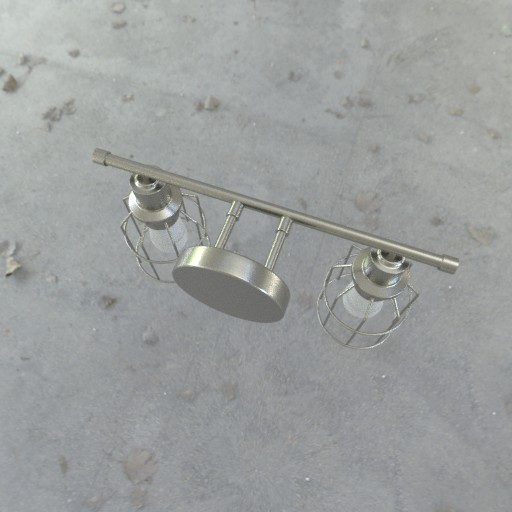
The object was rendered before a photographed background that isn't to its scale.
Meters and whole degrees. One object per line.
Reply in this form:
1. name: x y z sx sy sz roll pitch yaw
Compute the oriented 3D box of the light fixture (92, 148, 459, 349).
1. light fixture: 0.000 0.000 0.525 0.406 0.254 0.165 18 66 9
